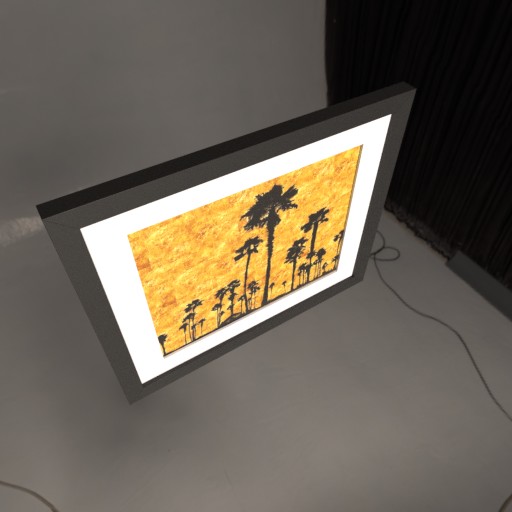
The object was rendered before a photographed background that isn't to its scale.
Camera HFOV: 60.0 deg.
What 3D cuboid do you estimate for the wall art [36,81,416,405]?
[{"bbox_3d":[0.000,0.000,0.753,0.561,0.460,0.028,-25,52,-21],"label":"wall art"}]
